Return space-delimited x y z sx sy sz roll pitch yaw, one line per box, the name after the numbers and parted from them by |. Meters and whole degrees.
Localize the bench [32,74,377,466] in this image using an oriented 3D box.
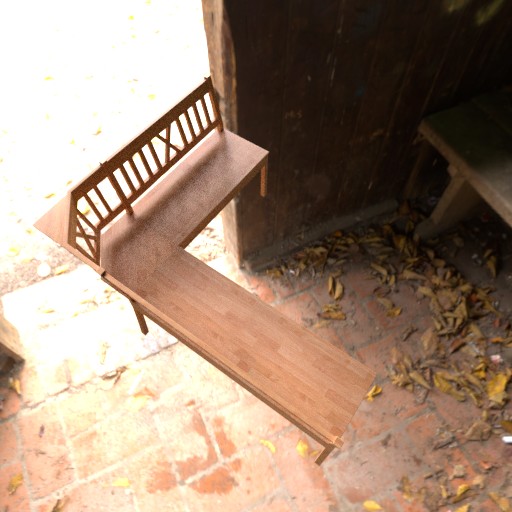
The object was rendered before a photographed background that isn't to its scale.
0.000 0.000 2.785 1.937 0.902 1.537 31 63 18 | bench
